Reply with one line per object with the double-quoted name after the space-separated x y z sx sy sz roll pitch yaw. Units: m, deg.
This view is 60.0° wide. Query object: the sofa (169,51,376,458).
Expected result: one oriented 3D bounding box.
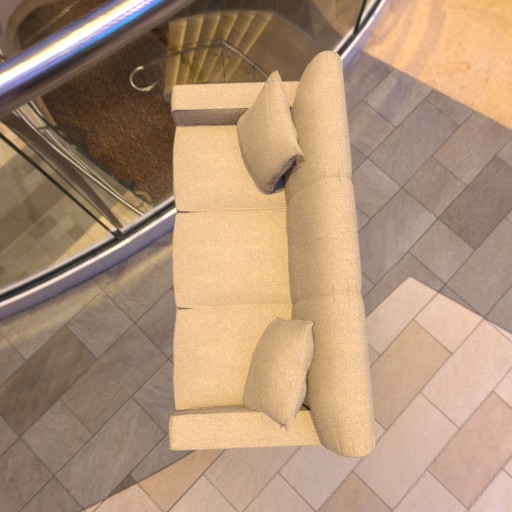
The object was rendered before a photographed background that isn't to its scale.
0.000 0.000 2.538 0.997 0.958 2.024 -2 77 0 "sofa"
